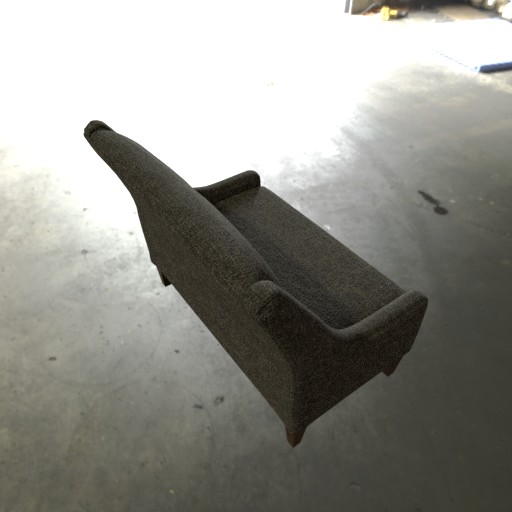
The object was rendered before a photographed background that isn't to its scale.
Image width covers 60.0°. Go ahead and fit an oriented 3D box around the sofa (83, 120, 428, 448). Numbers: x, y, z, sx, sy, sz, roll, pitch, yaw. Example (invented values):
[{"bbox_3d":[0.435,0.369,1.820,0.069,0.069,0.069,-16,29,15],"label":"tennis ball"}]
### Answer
[{"bbox_3d":[0.000,0.000,1.932,0.870,1.021,1.242,-26,48,-26],"label":"sofa"}]
